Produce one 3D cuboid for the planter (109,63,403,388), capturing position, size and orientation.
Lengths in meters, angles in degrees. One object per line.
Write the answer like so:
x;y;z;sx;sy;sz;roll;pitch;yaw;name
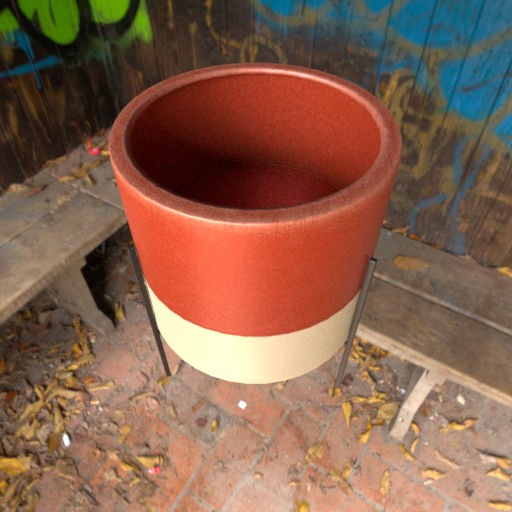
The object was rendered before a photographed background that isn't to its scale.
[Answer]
0.000;0.000;0.697;0.345;0.465;0.354;3;47;3;planter
